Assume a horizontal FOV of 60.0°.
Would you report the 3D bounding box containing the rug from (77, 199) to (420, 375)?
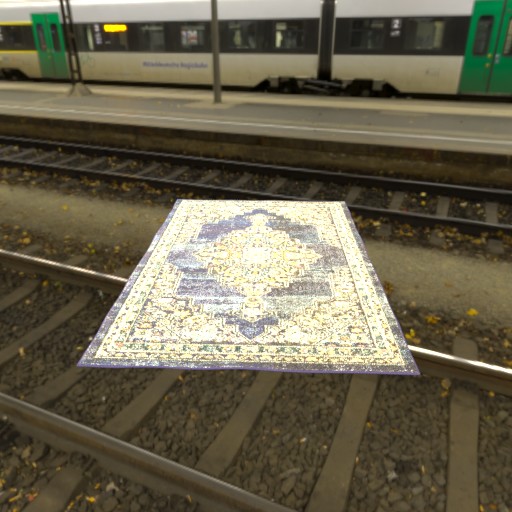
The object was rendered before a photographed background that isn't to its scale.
[{"bbox_3d":[0.000,0.000,2.311,1.184,0.012,1.781,1,26,2],"label":"rug"}]
